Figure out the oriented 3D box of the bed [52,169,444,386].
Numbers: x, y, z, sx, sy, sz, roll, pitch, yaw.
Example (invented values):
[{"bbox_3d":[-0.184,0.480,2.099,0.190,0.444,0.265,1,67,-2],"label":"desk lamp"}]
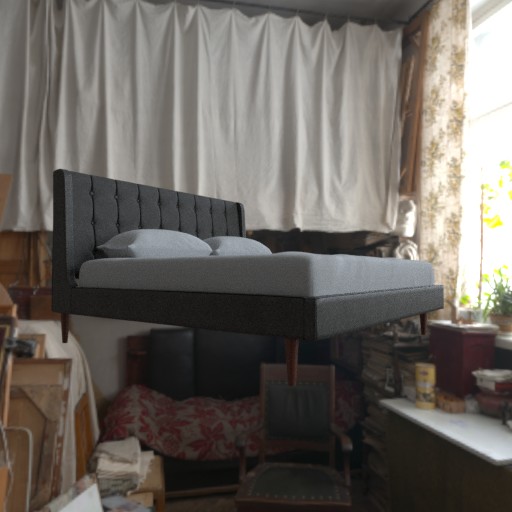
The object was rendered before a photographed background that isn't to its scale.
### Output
[{"bbox_3d":[0.000,0.000,3.123,2.031,1.158,1.903,-1,-2,37],"label":"bed"}]
